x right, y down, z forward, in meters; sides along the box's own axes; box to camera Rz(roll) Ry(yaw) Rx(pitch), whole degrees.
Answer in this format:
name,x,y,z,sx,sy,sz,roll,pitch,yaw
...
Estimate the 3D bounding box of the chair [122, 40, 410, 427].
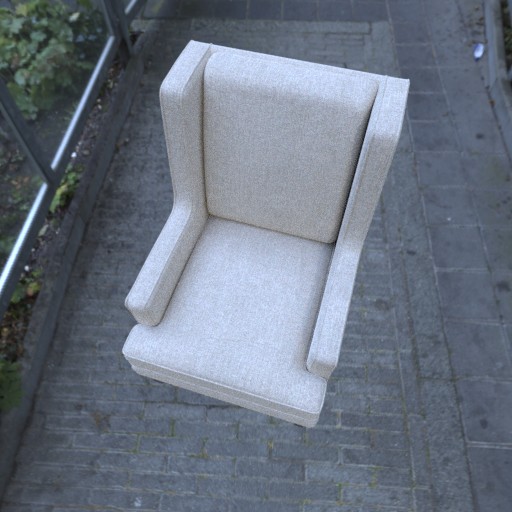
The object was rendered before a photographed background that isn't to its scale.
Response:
name,x,y,z,sx,sy,sz,roll,pitch,yaw
chair,0.000,0.000,1.685,0.764,1.082,0.948,14,59,9
